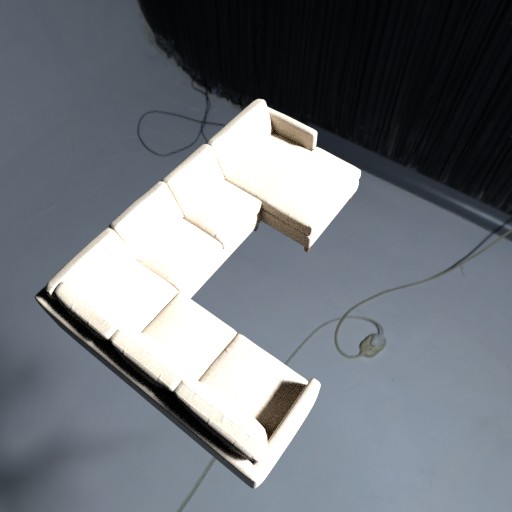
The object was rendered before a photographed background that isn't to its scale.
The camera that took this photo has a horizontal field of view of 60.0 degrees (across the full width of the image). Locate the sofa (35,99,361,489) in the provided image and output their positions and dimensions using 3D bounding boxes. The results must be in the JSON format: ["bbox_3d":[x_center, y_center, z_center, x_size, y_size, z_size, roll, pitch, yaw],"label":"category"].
[{"bbox_3d":[0.000,0.000,4.602,2.594,0.961,3.460,32,63,19],"label":"sofa"}]
